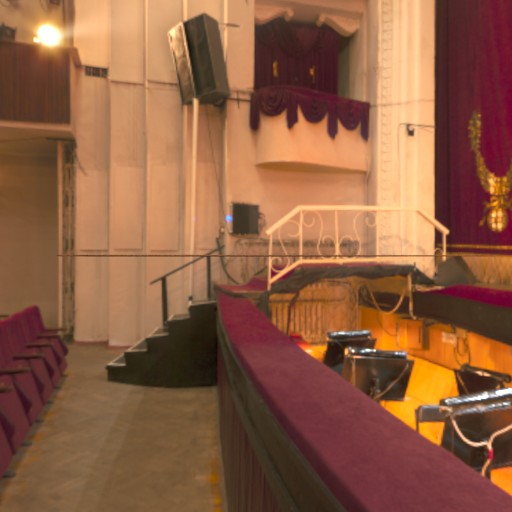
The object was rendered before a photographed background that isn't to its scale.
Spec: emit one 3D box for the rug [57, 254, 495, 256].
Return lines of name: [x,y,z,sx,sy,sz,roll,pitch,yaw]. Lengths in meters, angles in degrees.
rug: [0.000,0.000,4.072,3.036,0.008,2.440,0,0,-16]
